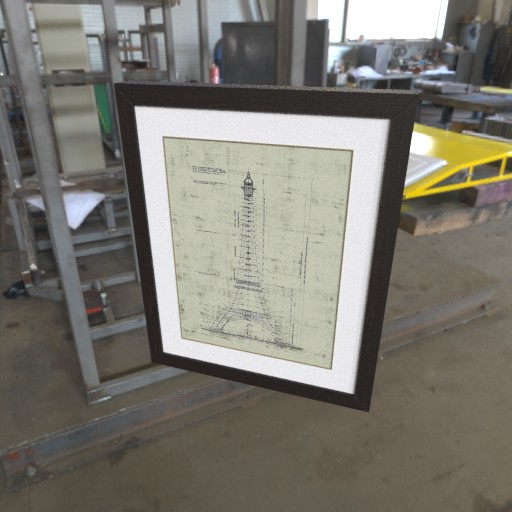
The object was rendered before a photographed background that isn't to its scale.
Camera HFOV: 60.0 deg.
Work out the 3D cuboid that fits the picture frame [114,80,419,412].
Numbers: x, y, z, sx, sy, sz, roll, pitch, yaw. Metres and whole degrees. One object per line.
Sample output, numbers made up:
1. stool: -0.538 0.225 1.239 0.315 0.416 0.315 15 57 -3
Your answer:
1. picture frame: 0.000 0.000 0.773 0.452 0.555 0.044 8 28 16
